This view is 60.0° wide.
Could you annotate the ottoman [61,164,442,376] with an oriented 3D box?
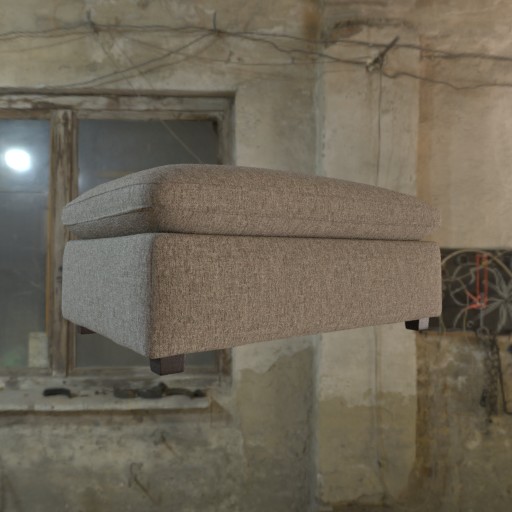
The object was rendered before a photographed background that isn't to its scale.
[{"bbox_3d":[0.000,0.000,1.330,0.977,0.451,0.694,0,0,-36],"label":"ottoman"}]
